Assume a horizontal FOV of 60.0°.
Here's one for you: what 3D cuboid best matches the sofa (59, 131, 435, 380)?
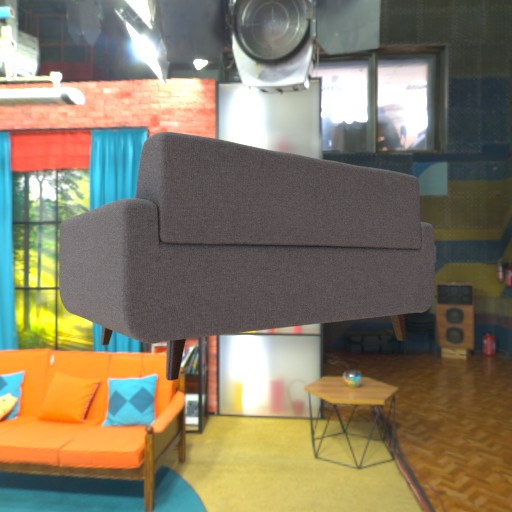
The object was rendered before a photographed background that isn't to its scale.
[{"bbox_3d":[0.000,0.000,2.175,1.631,0.841,0.909,0,-1,-36],"label":"sofa"}]
